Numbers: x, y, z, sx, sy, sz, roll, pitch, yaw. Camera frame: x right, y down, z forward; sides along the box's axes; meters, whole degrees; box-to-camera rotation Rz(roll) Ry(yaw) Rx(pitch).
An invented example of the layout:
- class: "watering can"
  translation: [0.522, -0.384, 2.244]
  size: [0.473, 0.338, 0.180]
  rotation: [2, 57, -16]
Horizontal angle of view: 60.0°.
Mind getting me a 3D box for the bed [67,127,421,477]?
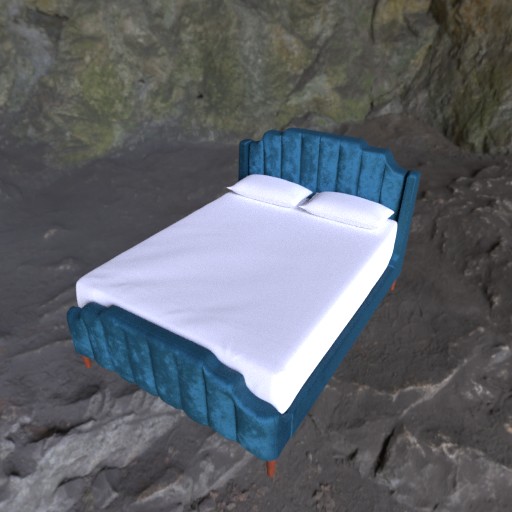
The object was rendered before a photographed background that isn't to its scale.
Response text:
- class: "bed"
  translation: [0.000, 0.000, 3.347]
  size: [1.678, 1.338, 2.322]
  rotation: [18, 36, 27]
